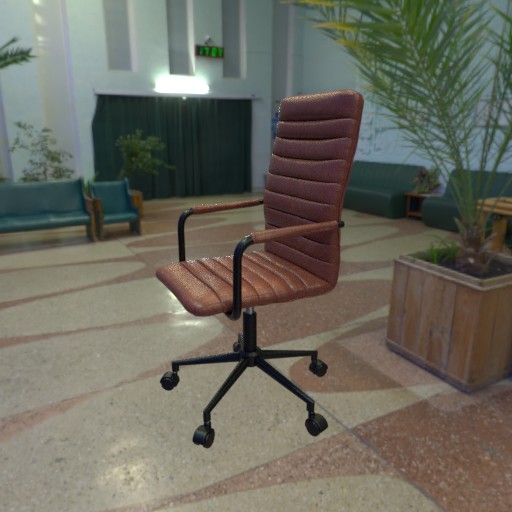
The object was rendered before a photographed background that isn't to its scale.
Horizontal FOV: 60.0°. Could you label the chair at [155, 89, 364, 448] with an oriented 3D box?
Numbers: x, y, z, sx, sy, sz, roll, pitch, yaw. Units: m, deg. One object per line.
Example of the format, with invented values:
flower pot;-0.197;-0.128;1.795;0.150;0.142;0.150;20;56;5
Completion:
chair;0.000;0.000;1.398;0.580;0.979;0.608;-8;17;-26
